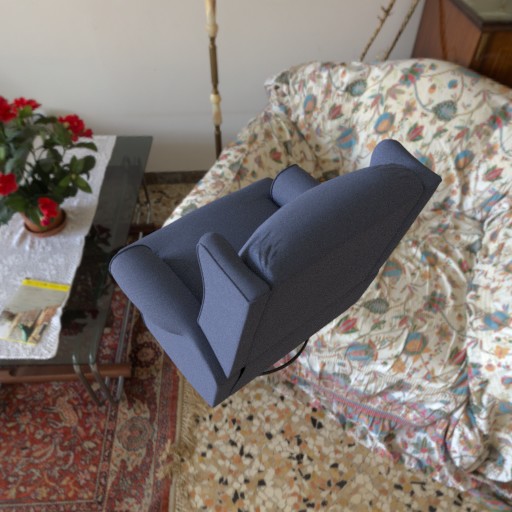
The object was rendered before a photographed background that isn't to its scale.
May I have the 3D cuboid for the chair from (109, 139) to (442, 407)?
[{"bbox_3d":[0.000,0.000,1.731,0.971,1.020,0.877,-30,54,-25],"label":"chair"}]
